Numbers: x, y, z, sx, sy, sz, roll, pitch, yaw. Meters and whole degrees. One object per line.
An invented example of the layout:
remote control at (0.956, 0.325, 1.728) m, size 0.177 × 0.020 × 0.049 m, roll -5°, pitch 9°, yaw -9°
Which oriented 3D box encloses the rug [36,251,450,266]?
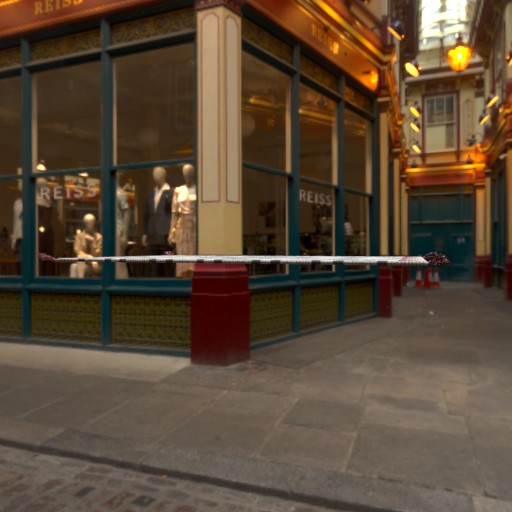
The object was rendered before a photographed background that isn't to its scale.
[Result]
rug at (0.000, 0.000, 3.414) m, size 2.672 × 0.066 × 1.741 m, roll 0°, pitch 1°, yaw 20°
